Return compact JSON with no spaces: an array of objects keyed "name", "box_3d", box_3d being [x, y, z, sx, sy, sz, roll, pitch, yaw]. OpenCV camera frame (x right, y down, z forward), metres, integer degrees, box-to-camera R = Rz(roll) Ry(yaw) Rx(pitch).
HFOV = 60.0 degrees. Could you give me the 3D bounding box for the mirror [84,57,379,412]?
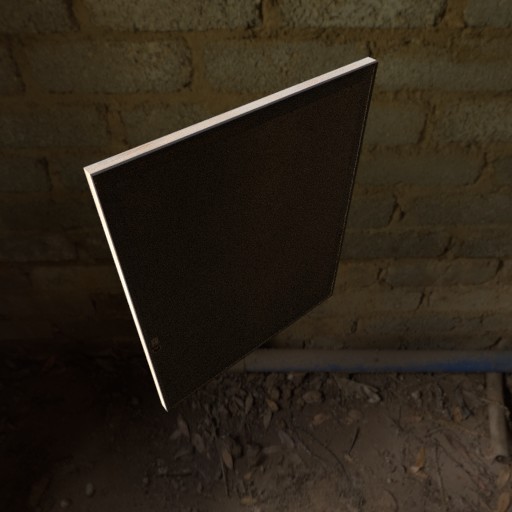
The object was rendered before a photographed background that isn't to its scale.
[{"name":"mirror","box_3d":[0.000,0.000,1.221,0.730,0.882,0.032,-31,53,-26]}]
